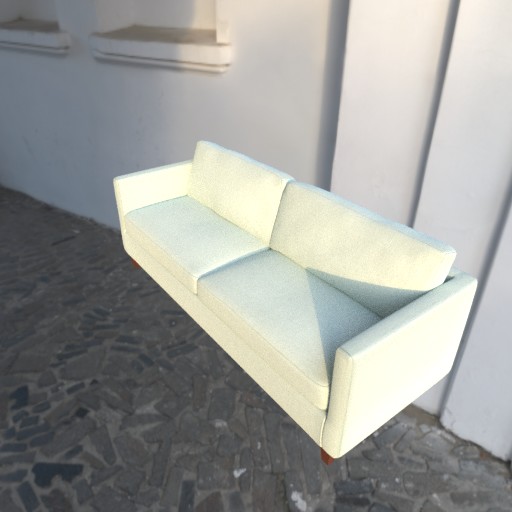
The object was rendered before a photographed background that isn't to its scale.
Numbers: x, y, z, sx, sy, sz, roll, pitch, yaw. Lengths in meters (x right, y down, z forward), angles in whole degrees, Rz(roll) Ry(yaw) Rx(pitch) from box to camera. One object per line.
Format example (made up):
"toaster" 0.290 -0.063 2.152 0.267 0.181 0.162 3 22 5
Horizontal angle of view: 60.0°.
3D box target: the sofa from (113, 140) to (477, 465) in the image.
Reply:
"sofa" 0.000 0.000 2.892 0.948 0.965 2.434 -21 37 -31
